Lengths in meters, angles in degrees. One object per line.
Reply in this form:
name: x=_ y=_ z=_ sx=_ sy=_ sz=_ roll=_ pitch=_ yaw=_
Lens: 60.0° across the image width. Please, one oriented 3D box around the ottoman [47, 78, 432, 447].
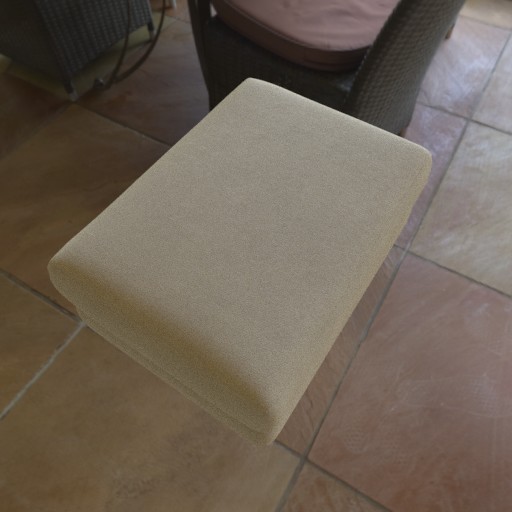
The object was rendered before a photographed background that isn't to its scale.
ottoman: x=0.000 y=0.000 z=1.152 sx=0.569 sy=0.504 sz=0.773 roll=29 pitch=62 yaw=18
